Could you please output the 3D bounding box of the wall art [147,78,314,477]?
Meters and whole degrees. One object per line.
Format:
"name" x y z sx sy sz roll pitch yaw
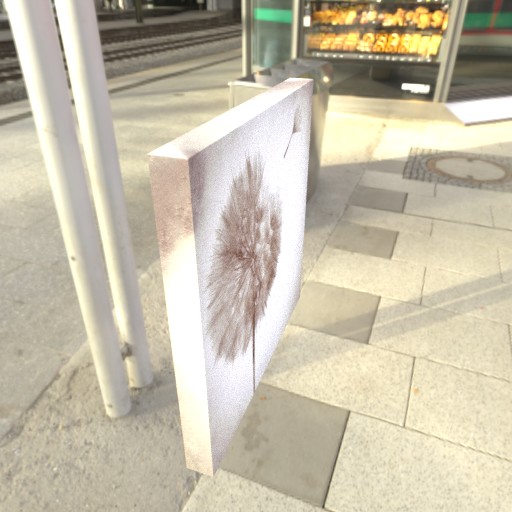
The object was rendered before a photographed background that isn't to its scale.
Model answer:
"wall art" 0.000 0.000 0.461 0.028 0.303 0.303 11 32 17
